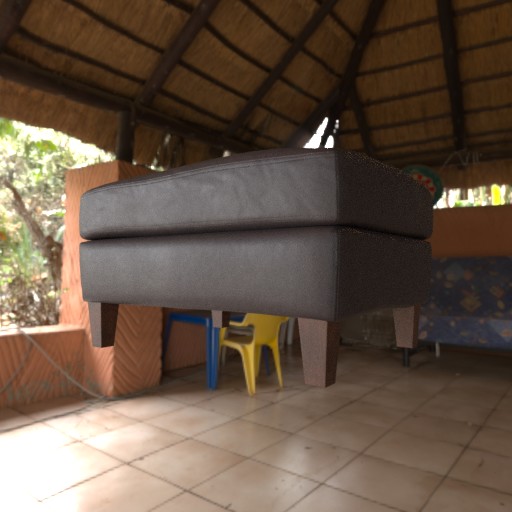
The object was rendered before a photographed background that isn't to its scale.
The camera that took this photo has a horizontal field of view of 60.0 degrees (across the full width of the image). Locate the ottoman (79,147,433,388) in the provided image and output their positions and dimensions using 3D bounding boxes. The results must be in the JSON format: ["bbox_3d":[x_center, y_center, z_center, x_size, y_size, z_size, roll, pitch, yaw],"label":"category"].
[{"bbox_3d":[0.000,0.000,1.307,0.887,0.529,0.659,-1,-2,36],"label":"ottoman"}]
